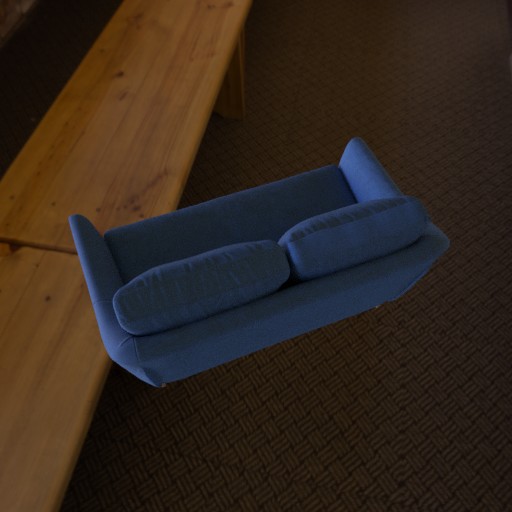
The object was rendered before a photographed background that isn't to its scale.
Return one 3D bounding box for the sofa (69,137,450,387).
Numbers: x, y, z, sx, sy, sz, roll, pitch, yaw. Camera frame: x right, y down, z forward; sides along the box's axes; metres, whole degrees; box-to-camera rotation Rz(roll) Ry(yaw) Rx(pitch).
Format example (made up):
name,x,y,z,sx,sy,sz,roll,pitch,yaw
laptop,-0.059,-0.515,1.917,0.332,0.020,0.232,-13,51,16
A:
name,x,y,z,sx,sy,sz,roll,pitch,yaw
sofa,0.000,0.000,2.211,1.619,0.902,0.960,-18,59,-11
